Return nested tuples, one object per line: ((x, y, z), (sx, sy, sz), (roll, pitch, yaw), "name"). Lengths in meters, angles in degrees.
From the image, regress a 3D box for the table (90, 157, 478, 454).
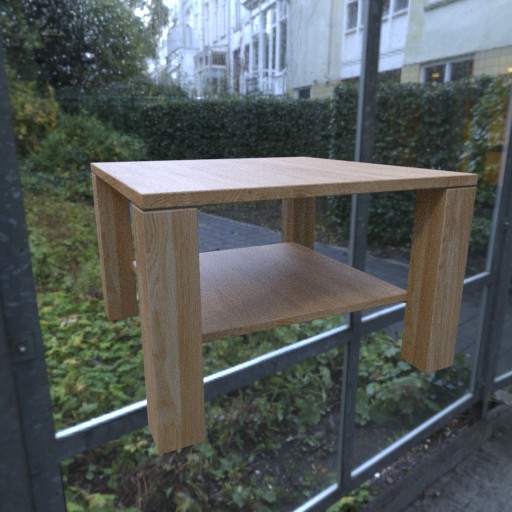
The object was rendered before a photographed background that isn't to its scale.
((0.000, 0.000, 1.148), (0.700, 0.450, 0.700), (-7, 17, -24), "table")
